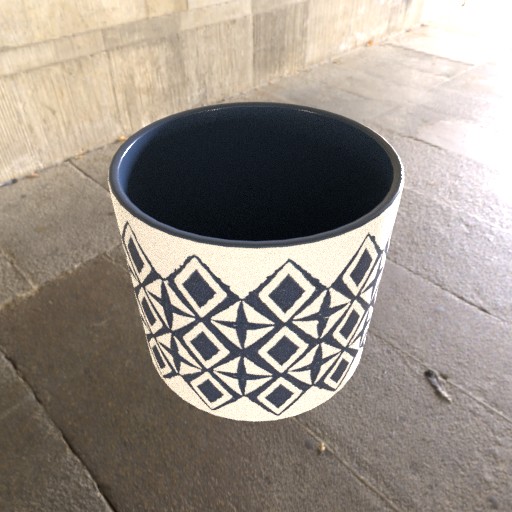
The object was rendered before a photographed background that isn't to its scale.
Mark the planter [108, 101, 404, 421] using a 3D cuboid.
[{"bbox_3d":[0.000,0.000,0.289,0.159,0.144,0.159,0,40,0],"label":"planter"}]
